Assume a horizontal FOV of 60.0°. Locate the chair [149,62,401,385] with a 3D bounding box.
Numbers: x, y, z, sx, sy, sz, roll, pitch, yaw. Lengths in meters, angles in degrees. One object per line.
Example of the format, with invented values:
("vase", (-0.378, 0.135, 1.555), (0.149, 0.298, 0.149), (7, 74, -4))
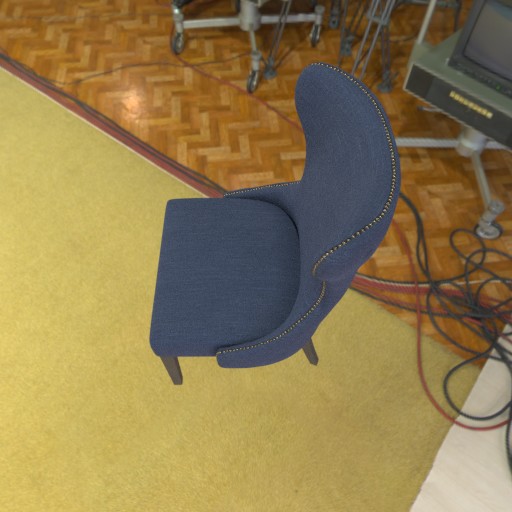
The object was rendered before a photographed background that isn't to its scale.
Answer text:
("chair", (0.000, 0.000, 1.378), (0.635, 0.967, 0.628), (0, 58, 0))
